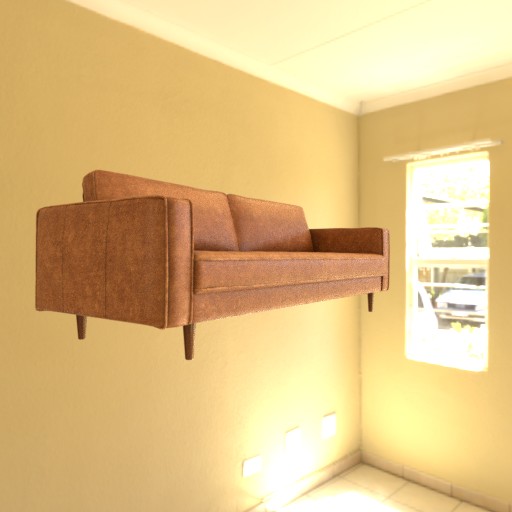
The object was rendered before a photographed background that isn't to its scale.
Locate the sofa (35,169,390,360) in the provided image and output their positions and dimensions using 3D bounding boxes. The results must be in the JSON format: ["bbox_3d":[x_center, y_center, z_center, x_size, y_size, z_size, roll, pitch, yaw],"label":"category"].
[{"bbox_3d":[0.000,0.000,2.588,0.886,0.779,2.199,0,0,36],"label":"sofa"}]
